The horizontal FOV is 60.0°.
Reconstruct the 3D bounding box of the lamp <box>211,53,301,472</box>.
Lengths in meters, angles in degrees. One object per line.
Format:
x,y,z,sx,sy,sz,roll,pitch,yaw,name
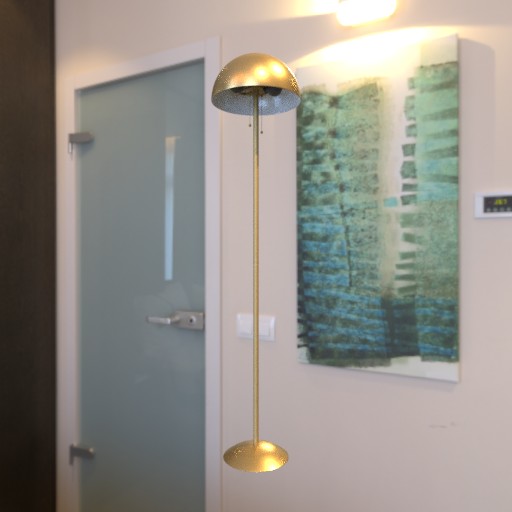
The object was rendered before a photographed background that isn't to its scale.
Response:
0.000,0.000,1.634,0.328,1.480,0.328,0,0,-2,lamp
